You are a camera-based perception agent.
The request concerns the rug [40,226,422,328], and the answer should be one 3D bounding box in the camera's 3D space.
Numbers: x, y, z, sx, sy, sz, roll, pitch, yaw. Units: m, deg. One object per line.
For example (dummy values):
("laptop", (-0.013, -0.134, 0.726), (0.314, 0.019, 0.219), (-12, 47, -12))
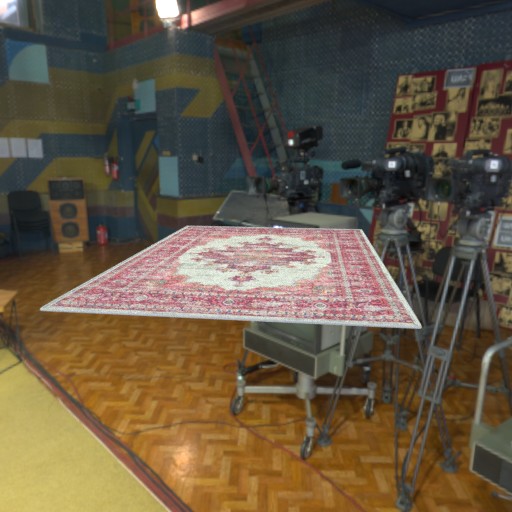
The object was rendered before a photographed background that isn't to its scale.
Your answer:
("rug", (0.000, 0.000, 2.841), (1.555, 0.011, 2.232), (2, 13, 7))
